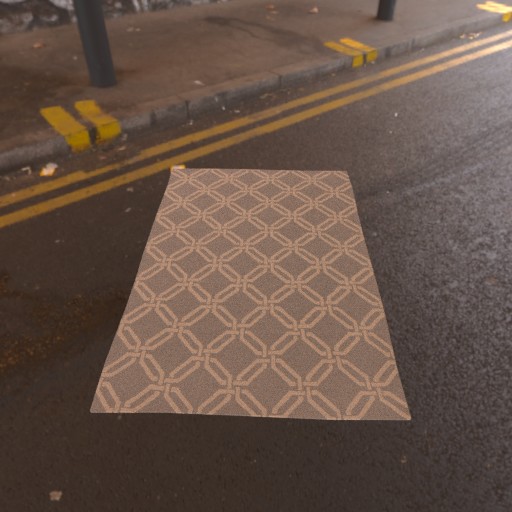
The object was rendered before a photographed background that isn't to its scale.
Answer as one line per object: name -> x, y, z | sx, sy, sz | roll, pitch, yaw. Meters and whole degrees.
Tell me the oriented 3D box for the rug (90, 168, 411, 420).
rug -> 0.000, 0.000, 2.228 | 1.148, 0.010, 1.754 | 1, 40, 1
